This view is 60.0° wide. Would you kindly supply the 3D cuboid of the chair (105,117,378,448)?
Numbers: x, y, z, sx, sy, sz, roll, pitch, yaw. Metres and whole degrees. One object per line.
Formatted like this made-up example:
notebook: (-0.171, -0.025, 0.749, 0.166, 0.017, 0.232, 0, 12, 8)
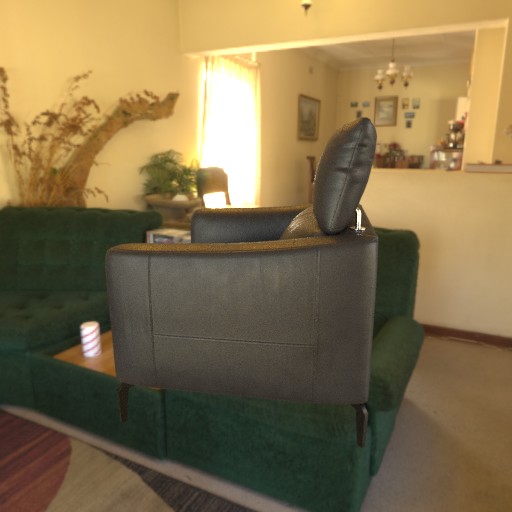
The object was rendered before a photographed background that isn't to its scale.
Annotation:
chair: (0.000, 0.000, 1.678, 0.809, 0.949, 0.976, 2, 14, 9)
